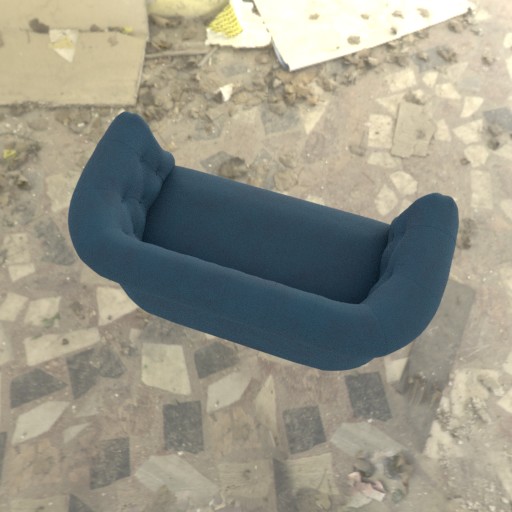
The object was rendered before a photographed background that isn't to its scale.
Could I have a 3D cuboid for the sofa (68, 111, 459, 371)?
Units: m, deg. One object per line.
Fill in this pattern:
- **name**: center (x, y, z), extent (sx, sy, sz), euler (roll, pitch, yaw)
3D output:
- **sofa**: center (0.000, 0.000, 2.081), extent (1.558, 0.827, 0.835), euler (17, 65, 8)
